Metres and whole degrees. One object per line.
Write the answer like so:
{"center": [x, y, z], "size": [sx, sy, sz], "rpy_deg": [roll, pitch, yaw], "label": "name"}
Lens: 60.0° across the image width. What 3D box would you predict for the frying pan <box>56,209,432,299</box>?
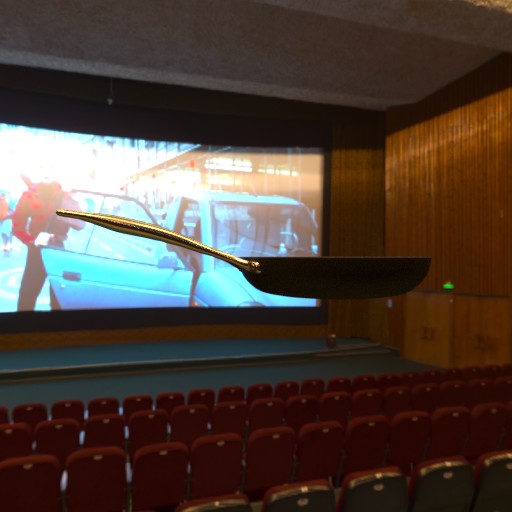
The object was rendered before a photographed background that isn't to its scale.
{"center": [0.000, 0.000, 0.571], "size": [0.472, 0.105, 0.255], "rpy_deg": [0, 0, -19], "label": "frying pan"}
